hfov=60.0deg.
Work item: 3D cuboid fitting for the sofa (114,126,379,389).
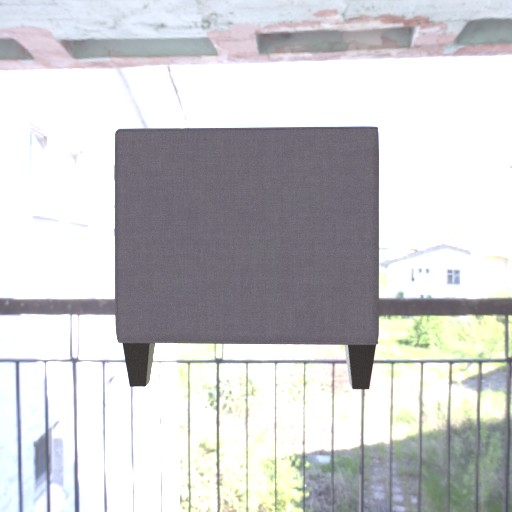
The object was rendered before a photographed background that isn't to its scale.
[{"bbox_3d":[0.000,0.000,2.159,0.775,0.762,1.778,0,0,2],"label":"sofa"}]
